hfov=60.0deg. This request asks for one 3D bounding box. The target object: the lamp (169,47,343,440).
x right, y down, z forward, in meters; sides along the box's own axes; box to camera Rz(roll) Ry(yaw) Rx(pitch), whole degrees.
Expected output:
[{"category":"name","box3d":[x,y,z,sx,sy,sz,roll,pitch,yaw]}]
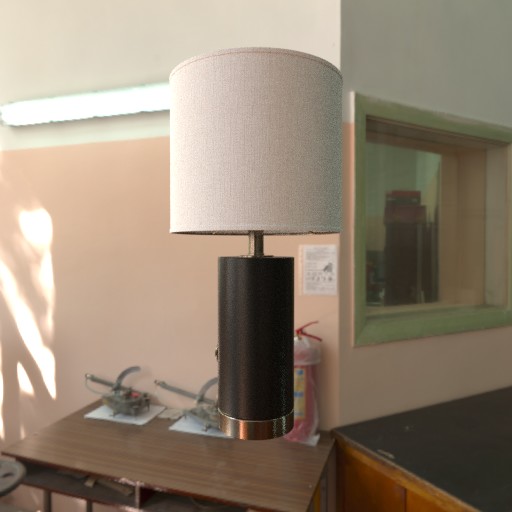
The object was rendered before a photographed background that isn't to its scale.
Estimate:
[{"category":"lamp","box3d":[0.000,0.000,0.630,0.241,0.482,0.240,-1,1,-37]}]
